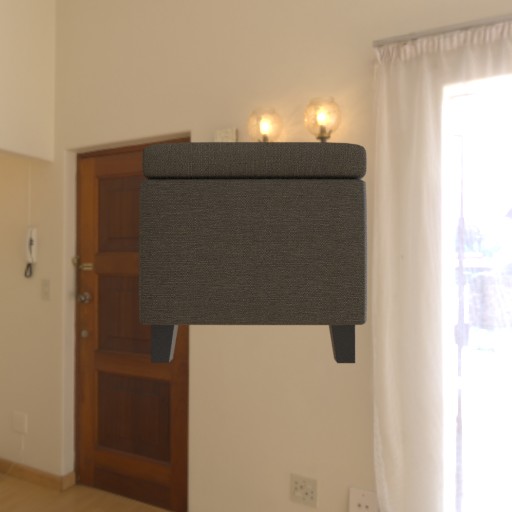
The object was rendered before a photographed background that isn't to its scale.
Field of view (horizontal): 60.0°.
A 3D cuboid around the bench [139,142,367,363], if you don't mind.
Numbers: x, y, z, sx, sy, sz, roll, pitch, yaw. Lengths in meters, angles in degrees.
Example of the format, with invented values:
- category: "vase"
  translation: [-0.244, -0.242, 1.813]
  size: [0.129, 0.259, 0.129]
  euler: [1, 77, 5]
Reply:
- category: "bench"
  translation: [0.000, 0.000, 1.472]
  size: [0.446, 0.438, 1.269]
  euler: [0, -1, 1]
